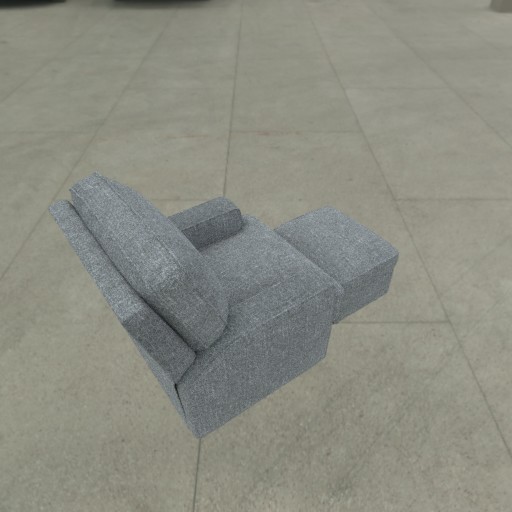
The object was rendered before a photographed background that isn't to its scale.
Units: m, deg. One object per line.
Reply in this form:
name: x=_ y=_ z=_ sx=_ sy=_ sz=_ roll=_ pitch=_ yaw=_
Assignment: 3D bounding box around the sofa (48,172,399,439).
sofa: x=0.000 y=0.000 z=2.047 sx=1.472 sy=0.959 sz=0.861 roll=-25 pitch=45 yaw=-27
